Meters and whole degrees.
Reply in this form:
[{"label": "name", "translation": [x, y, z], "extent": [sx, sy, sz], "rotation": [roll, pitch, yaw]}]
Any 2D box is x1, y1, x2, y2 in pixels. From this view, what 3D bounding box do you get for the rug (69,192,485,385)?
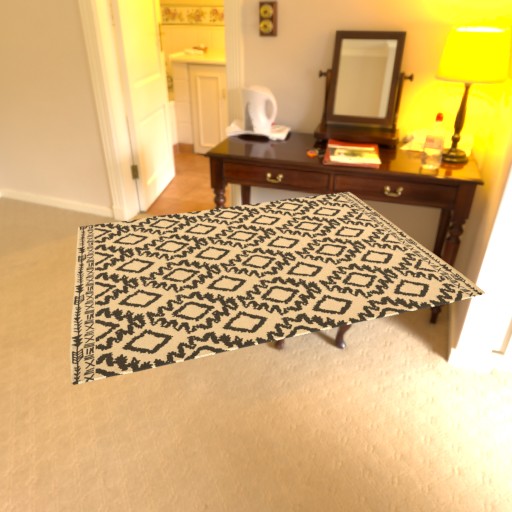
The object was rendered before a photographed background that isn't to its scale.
[{"label": "rug", "translation": [0.000, 0.000, 4.325], "extent": [3.369, 0.036, 2.444], "rotation": [-9, 31, -16]}]
